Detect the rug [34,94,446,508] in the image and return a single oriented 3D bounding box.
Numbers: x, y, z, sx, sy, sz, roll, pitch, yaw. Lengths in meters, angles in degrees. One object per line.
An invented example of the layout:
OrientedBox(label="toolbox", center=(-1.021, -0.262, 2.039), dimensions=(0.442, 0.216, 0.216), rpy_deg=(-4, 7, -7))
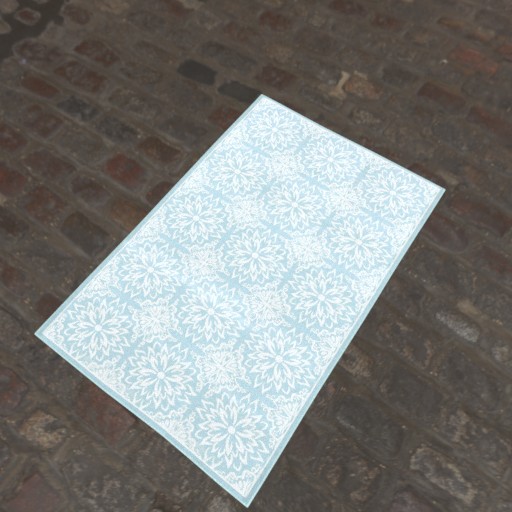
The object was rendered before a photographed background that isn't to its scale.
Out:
OrientedBox(label="rug", center=(0.000, 0.000, 2.226), dimensions=(1.219, 0.012, 1.840), rpy_deg=(32, 68, 15))
